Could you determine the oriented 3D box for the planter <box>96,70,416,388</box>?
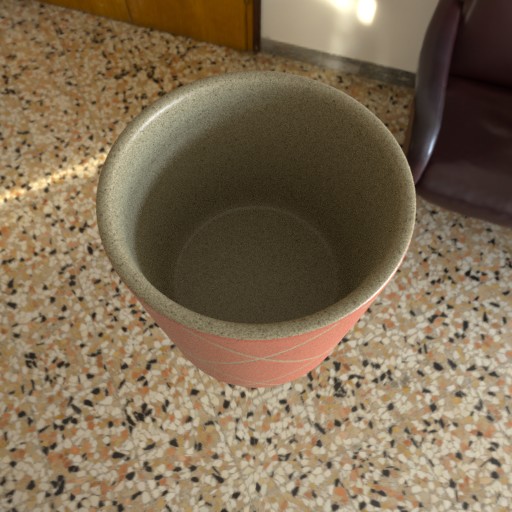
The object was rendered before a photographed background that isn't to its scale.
[{"bbox_3d":[0.000,0.000,0.355,0.191,0.200,0.191,0,64,0],"label":"planter"}]
